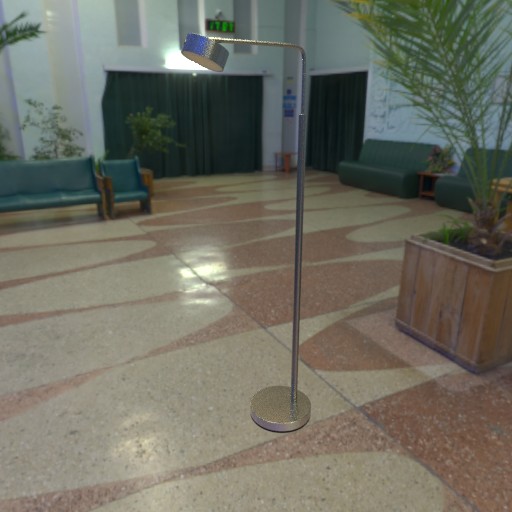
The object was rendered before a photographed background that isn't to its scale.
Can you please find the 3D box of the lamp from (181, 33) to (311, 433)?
[{"bbox_3d":[0.000,0.000,1.406,0.421,1.250,0.222,-8,20,-24],"label":"lamp"}]
